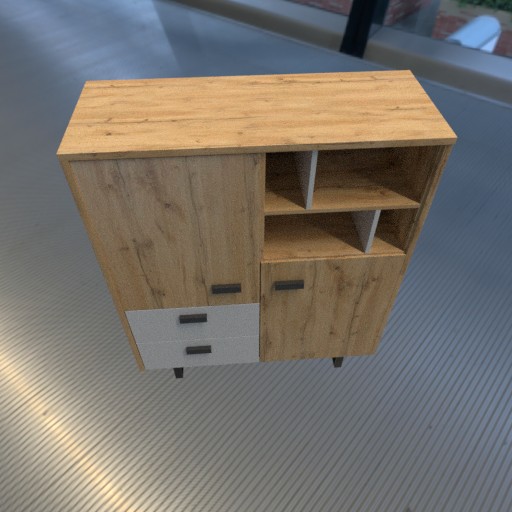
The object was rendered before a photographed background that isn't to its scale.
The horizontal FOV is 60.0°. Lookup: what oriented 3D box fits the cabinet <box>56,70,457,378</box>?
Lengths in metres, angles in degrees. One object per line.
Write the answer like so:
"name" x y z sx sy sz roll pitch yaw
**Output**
"cabinet" 0.000 0.000 1.943 1.168 1.397 0.473 -3 47 -3
